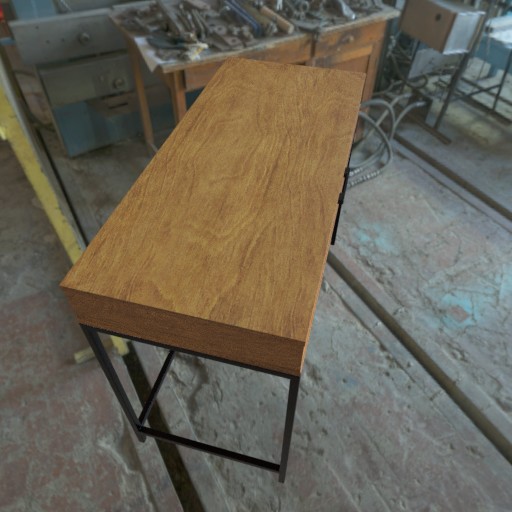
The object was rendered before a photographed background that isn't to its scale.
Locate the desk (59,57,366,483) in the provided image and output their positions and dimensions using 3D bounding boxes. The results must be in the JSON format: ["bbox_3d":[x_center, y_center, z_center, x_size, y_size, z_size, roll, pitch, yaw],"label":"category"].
[{"bbox_3d":[0.000,0.000,1.379,0.470,0.762,1.016,11,48,10],"label":"desk"}]
